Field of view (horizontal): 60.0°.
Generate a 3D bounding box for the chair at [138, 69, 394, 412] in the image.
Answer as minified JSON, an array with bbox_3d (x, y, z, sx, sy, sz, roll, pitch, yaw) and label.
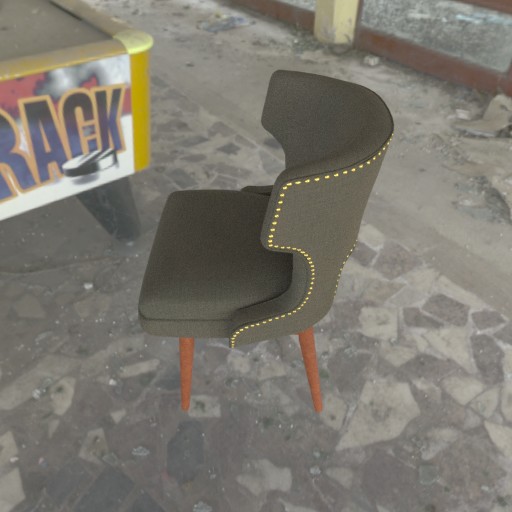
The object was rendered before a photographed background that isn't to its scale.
[{"bbox_3d":[0.000,0.000,1.240,0.581,0.863,0.595,0,41,0],"label":"chair"}]
